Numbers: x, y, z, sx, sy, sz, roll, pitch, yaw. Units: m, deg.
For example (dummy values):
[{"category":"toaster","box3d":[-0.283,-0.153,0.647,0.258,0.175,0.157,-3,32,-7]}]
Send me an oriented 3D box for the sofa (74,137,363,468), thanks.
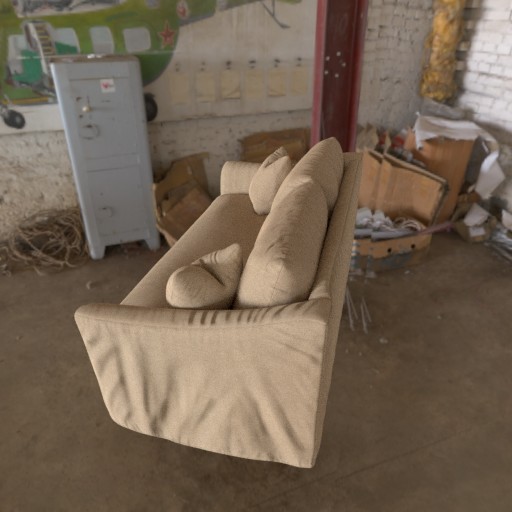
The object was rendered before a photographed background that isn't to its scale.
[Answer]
[{"category":"sofa","box3d":[0.000,0.000,2.617,1.072,1.018,2.010,8,31,13]}]
